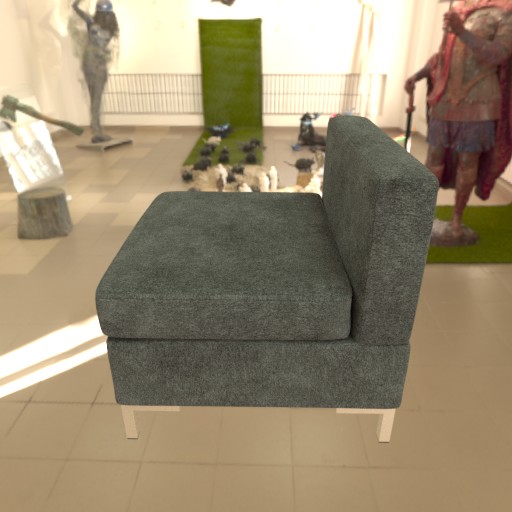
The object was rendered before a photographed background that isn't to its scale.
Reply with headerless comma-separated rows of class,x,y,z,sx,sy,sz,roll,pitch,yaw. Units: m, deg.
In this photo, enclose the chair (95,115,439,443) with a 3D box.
chair,0.000,0.000,1.205,0.680,0.660,0.680,0,27,1
